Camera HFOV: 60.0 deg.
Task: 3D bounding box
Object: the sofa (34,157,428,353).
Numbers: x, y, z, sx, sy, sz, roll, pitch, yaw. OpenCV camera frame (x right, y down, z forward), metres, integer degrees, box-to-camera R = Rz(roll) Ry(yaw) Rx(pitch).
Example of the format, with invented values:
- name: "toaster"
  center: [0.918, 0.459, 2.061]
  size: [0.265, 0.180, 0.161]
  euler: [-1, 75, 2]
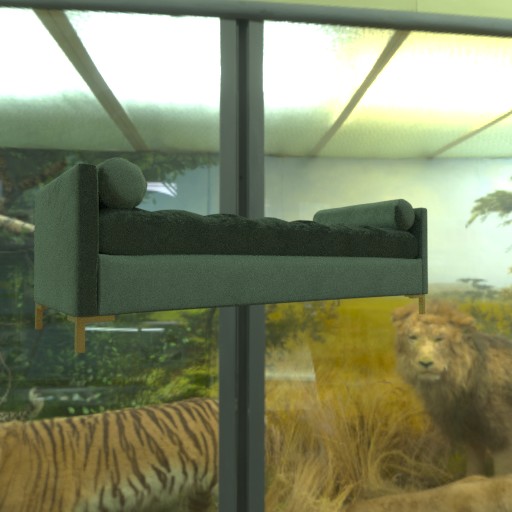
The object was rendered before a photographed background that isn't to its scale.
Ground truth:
- name: "sofa"
  center: [0.000, 0.000, 2.427]
  size: [2.102, 0.705, 0.796]
  euler: [1, -1, -36]
